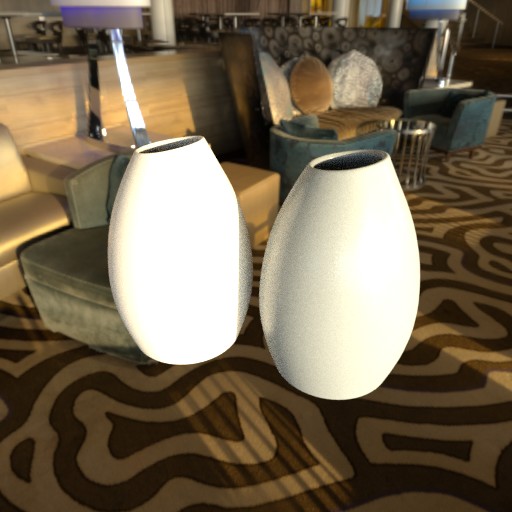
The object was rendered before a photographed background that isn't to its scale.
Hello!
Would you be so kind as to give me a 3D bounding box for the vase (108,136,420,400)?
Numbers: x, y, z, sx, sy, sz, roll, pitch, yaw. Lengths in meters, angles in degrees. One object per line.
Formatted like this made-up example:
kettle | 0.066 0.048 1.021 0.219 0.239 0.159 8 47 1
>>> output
vase | 0.000 0.000 0.261 0.187 0.131 0.089 8 30 15
